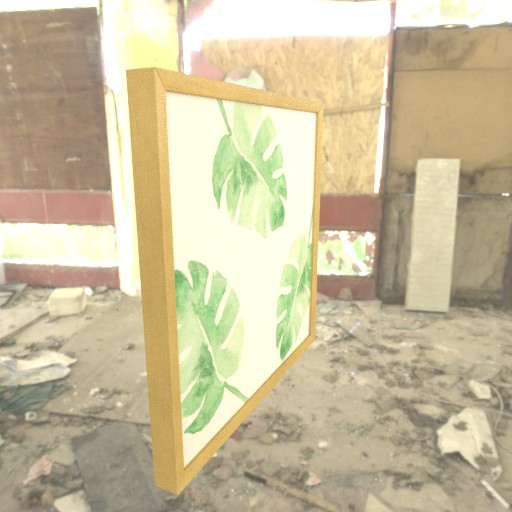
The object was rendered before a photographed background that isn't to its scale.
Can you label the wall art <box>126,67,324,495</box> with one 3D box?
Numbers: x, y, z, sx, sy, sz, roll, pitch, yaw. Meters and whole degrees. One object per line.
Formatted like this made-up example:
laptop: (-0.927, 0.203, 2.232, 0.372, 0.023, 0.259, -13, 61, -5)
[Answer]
wall art: (0.000, 0.000, 0.726, 0.038, 0.508, 0.508, 8, 17, 26)
